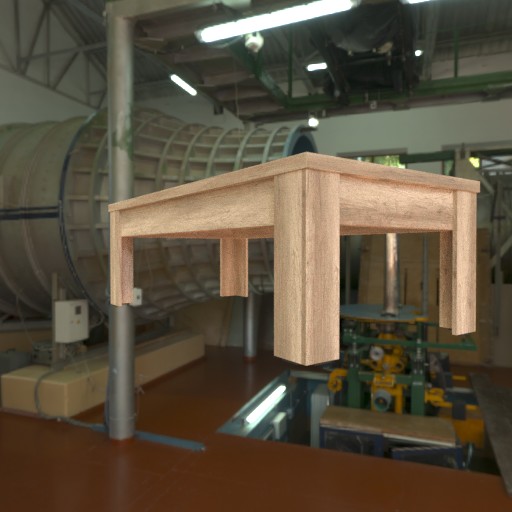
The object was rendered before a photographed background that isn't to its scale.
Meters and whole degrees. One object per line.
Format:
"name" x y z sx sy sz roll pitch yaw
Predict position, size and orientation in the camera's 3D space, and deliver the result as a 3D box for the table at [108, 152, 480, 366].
"table" 0.000 0.000 1.688 0.700 0.460 1.350 -1 1 -35
